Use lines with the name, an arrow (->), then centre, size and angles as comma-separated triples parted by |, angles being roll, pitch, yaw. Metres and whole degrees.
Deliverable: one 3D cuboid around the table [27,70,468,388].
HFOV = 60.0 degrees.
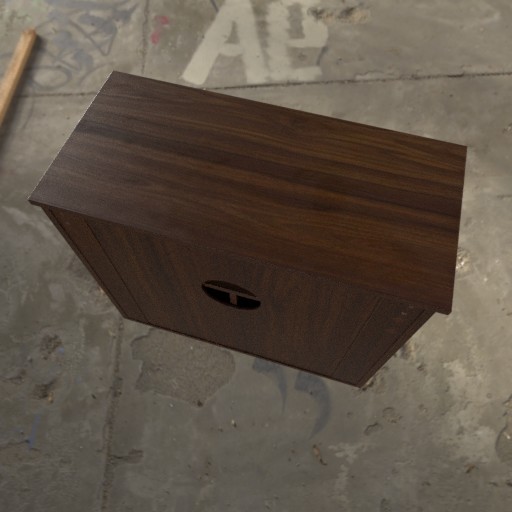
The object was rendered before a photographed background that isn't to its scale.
table -> 0.000, 0.000, 1.205 | 0.802, 0.725, 0.390 | 15, 63, 8
